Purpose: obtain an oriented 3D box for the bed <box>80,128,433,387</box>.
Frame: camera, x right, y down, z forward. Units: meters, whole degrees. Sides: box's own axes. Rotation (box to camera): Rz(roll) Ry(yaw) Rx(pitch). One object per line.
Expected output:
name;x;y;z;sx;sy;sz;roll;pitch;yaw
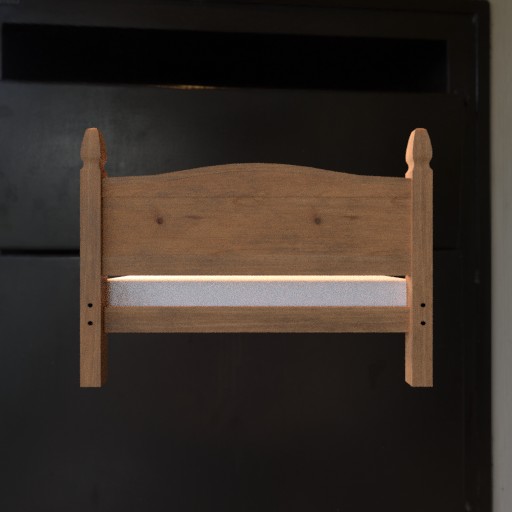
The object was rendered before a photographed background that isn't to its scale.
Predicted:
bed;0.000;0.000;2.898;1.490;1.100;2.069;0;0;0
